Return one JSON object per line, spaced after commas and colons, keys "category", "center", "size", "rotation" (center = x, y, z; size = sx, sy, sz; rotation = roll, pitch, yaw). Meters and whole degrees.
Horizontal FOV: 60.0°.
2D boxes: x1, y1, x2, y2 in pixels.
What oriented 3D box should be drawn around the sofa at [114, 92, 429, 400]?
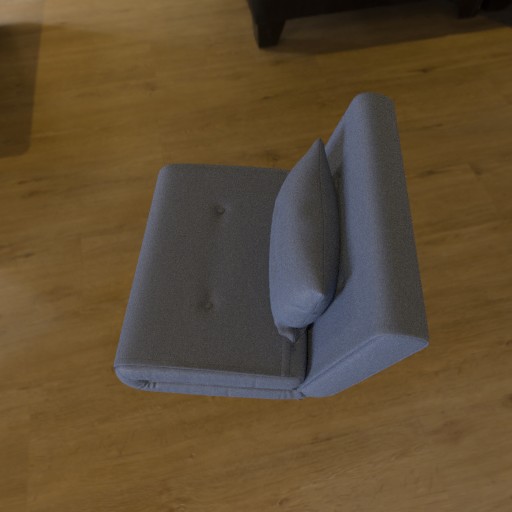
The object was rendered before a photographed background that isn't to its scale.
{"category": "sofa", "center": [0.000, 0.000, 1.774], "size": [0.996, 0.860, 0.999], "rotation": [3, 58, 2]}
